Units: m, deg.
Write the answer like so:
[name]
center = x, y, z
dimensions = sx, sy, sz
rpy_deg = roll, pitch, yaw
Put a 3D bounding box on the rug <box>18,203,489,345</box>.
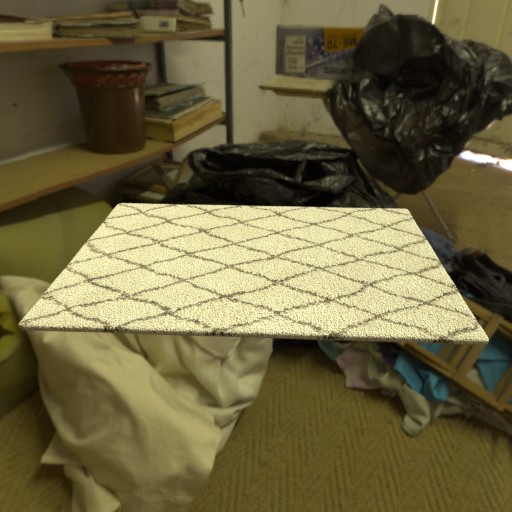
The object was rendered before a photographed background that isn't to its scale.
[rug]
center = 0.000, 0.000, 2.193
dimensions = 1.778, 0.030, 1.219
rpy_deg = 1, 29, 3
